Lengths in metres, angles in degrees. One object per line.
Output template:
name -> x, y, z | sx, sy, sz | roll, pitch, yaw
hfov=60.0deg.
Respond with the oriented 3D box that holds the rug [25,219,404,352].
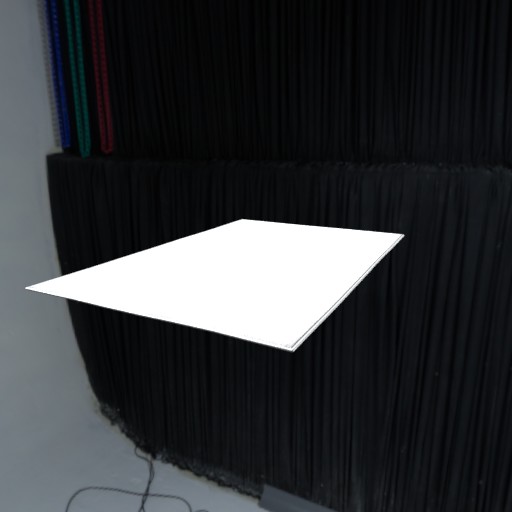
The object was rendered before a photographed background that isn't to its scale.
rug -> 0.000, 0.000, 3.535 | 1.819, 0.018, 2.746 | 8, 17, 27
